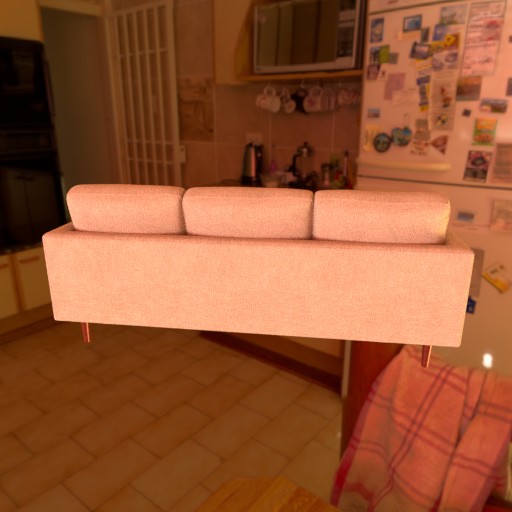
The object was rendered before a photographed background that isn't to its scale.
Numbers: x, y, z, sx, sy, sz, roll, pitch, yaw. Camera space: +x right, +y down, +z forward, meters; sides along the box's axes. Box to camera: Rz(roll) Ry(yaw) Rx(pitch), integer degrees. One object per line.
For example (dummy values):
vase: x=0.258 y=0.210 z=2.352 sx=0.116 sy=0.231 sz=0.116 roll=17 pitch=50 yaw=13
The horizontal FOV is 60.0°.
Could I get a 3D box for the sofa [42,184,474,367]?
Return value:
sofa: x=0.000 y=0.000 z=2.721 sx=2.246 sy=0.930 sz=0.903 roll=2 pitch=18 yaw=8
